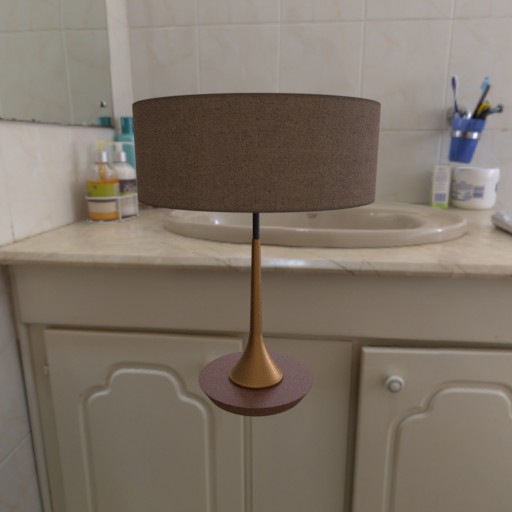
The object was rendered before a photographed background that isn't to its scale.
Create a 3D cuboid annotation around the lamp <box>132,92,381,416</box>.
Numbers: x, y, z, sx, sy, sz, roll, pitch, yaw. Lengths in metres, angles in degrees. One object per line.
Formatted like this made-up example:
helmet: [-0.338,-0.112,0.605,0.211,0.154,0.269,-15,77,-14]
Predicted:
lamp: [0.000,0.000,0.829,0.417,0.551,0.396,2,14,8]
